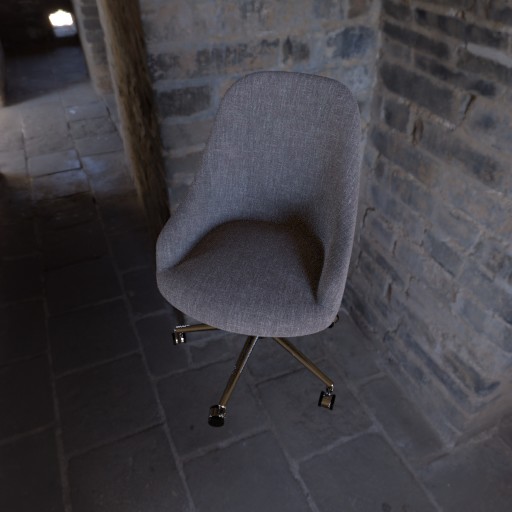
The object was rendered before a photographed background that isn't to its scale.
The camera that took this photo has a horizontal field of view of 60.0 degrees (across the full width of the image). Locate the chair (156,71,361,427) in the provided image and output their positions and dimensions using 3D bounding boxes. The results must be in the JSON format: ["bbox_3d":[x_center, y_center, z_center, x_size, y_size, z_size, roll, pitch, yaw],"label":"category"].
[{"bbox_3d":[0.000,0.000,1.428,0.671,0.950,0.712,12,41,15],"label":"chair"}]
